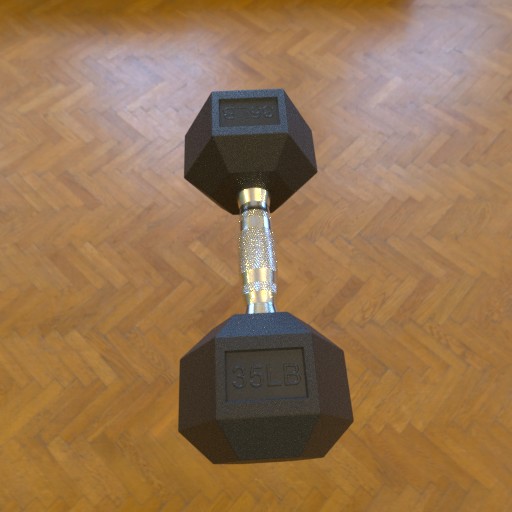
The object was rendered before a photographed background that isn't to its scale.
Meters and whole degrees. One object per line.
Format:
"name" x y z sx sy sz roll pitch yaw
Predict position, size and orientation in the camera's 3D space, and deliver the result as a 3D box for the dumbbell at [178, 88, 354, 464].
"dumbbell" 0.000 0.000 0.424 0.141 0.123 0.356 -3 63 -1
